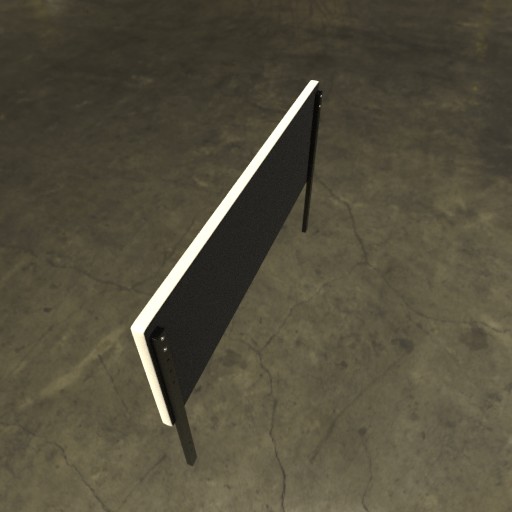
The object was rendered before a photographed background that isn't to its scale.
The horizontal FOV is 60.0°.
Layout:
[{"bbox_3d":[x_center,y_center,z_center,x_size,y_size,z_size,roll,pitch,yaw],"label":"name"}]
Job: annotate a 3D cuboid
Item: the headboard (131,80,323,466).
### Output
[{"bbox_3d":[0.000,0.000,2.938,0.120,1.410,2.362,16,48,15],"label":"headboard"}]
